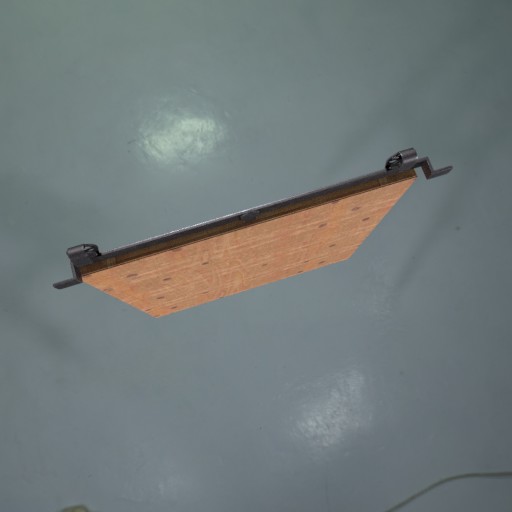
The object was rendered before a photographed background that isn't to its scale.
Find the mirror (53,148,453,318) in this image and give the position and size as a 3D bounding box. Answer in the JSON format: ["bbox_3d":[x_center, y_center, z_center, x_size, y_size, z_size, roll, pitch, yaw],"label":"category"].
[{"bbox_3d":[0.000,0.000,1.188,0.805,0.800,0.054,-17,76,-4],"label":"mirror"}]
